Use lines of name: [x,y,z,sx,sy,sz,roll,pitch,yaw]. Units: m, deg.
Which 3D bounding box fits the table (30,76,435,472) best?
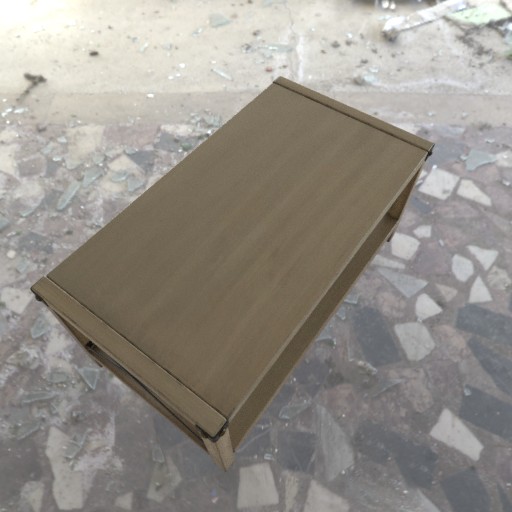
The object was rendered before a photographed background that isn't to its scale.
table: [0.000,0.000,1.332,0.559,0.456,1.016,32,62,19]
